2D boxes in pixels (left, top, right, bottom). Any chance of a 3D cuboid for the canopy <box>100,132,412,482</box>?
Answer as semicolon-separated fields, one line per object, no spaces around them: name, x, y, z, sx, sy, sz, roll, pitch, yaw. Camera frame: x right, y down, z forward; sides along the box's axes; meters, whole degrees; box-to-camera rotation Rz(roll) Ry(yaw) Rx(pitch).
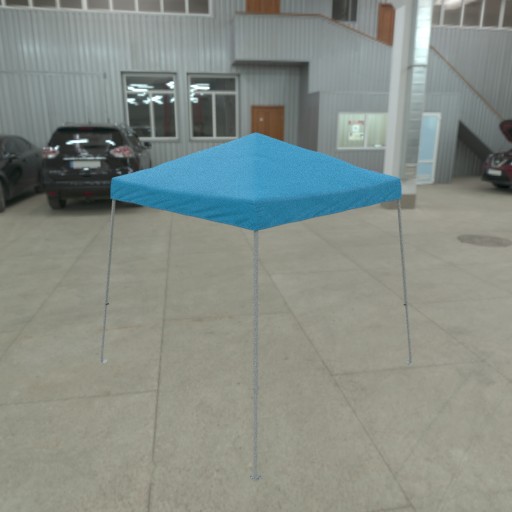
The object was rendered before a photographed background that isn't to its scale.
canopy;0.000;0.000;5.315;2.849;2.850;2.850;-15;22;-43
